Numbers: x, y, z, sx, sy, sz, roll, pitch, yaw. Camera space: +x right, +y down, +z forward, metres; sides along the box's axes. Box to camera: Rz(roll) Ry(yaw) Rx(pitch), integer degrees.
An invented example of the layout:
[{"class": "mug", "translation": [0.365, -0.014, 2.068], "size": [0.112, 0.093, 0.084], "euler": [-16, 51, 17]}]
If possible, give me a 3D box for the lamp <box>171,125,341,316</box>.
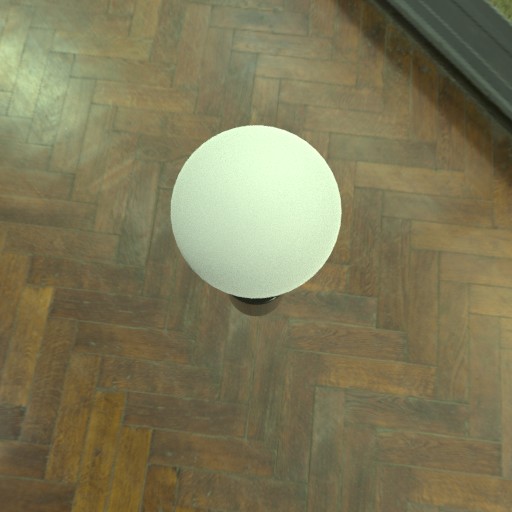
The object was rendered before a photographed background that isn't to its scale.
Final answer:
[{"class": "lamp", "translation": [0.000, 0.000, 0.562], "size": [0.153, 0.480, 0.153], "euler": [0, 76, 0]}]
